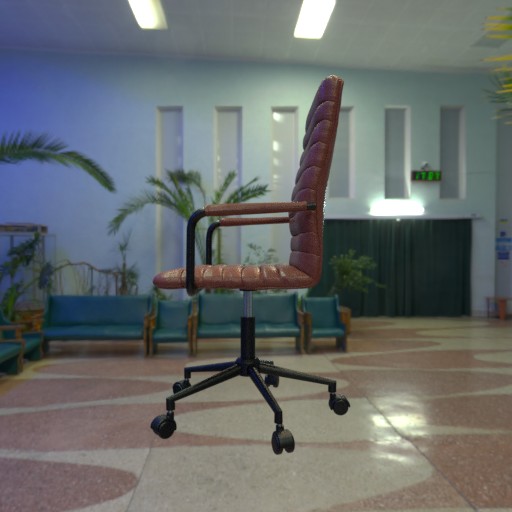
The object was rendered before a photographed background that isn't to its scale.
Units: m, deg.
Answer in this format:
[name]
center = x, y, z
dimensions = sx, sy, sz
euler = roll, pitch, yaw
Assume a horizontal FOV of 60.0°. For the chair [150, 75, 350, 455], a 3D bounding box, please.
[chair]
center = 0.000, 0.000, 1.373
dimensions = 0.580, 0.979, 0.608
euler = 0, 1, 0
